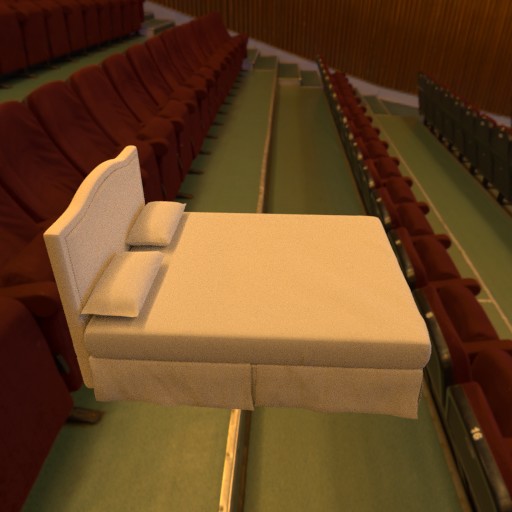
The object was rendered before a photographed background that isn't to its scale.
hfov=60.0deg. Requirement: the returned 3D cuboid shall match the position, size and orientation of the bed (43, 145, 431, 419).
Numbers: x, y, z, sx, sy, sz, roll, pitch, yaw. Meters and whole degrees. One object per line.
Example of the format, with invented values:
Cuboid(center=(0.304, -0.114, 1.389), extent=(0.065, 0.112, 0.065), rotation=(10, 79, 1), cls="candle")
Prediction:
Cuboid(center=(0.000, 0.000, 3.634), extent=(2.477, 1.437, 1.977), rotation=(1, 32, 2), cls="bed")
